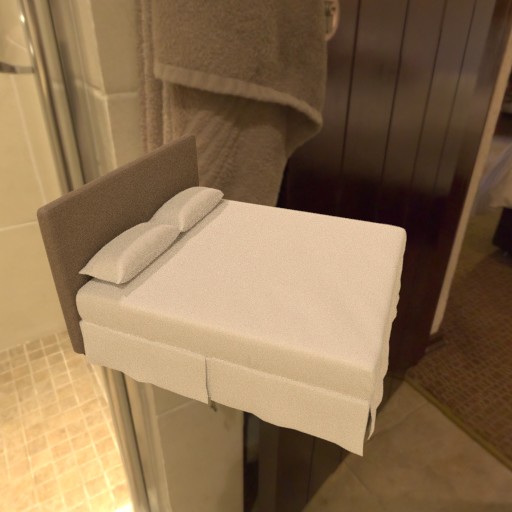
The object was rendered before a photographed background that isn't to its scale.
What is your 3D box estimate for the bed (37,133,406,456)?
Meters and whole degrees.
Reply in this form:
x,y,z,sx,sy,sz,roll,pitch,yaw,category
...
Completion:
x,y,z,sx,sy,sz,roll,pitch,yaw,category
0.000,0.000,3.636,2.341,1.317,2.119,11,32,18,bed
